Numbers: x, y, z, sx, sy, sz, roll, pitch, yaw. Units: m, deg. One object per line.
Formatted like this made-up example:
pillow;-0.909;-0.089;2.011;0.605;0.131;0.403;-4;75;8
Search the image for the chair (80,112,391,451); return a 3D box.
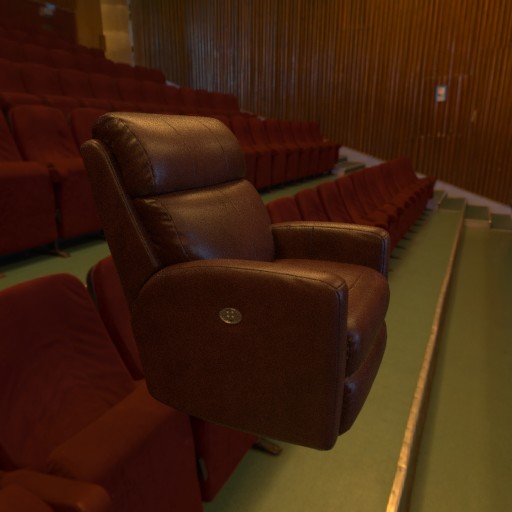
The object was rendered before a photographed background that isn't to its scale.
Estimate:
chair;0.000;0.000;1.651;0.939;1.016;0.787;7;17;25
